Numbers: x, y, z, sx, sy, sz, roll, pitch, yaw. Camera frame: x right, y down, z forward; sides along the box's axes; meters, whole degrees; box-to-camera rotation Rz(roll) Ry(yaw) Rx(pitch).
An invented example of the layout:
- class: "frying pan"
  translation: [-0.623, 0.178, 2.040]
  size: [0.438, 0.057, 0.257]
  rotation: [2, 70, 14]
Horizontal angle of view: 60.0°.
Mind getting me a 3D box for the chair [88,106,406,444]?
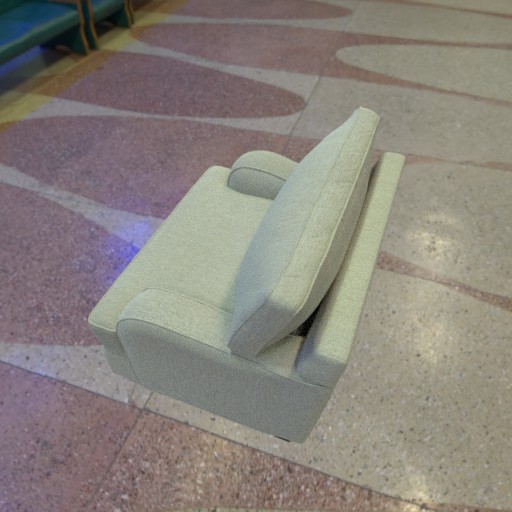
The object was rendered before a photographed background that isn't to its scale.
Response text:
- class: "chair"
  translation: [0.000, 0.000, 2.021]
  size: [1.041, 1.016, 1.220]
  rotation: [16, 48, 15]
